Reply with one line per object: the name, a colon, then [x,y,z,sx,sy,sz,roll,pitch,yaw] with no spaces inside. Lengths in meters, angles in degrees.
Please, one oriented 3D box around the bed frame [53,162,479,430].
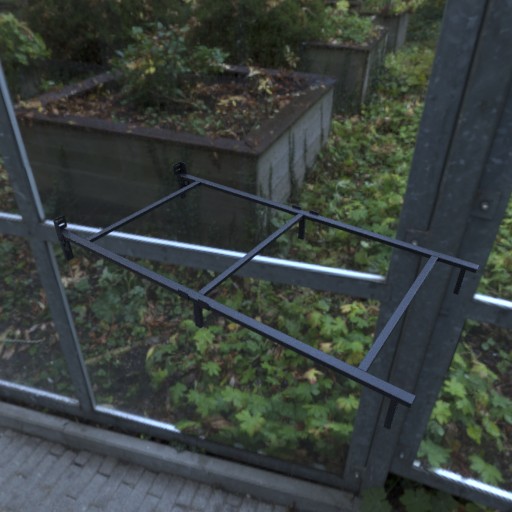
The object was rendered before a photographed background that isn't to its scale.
bed frame: [0.000,0.000,2.241,1.897,0.248,0.968,21,39,28]
